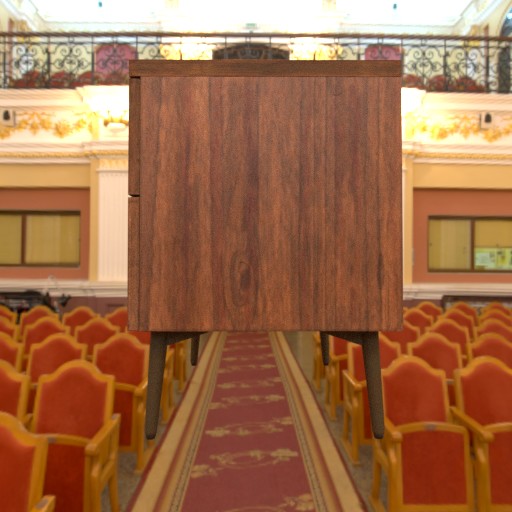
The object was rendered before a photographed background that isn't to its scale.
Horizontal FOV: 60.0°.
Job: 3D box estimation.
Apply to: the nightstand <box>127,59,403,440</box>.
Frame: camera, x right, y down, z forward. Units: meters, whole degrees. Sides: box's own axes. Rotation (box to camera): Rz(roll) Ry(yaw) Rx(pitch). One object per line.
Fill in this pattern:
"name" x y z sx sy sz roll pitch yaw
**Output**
"nightstand" 0.000 0.000 1.000 0.458 0.610 0.610 0 -1 0
